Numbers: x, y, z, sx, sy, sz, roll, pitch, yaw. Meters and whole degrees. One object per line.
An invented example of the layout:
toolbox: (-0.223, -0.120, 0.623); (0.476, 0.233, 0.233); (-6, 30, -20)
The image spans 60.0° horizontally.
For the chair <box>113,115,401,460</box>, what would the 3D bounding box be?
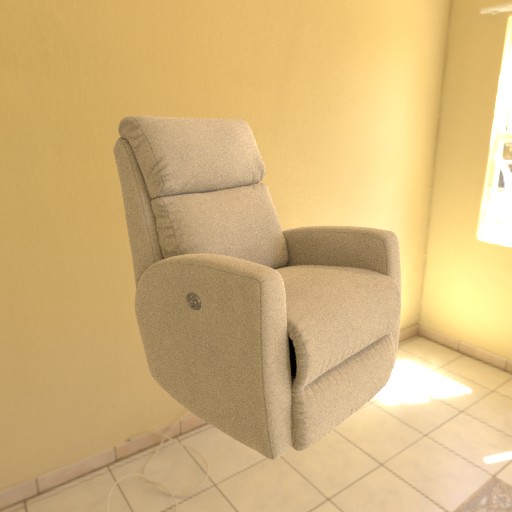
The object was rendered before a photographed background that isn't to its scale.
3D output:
chair: (0.000, 0.000, 1.679); (0.940, 1.021, 0.794); (15, 22, 42)
